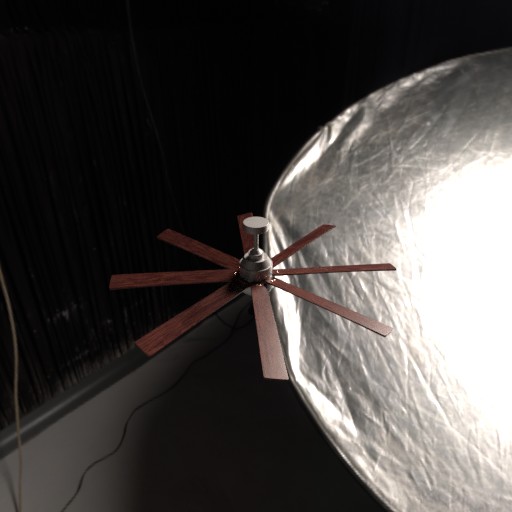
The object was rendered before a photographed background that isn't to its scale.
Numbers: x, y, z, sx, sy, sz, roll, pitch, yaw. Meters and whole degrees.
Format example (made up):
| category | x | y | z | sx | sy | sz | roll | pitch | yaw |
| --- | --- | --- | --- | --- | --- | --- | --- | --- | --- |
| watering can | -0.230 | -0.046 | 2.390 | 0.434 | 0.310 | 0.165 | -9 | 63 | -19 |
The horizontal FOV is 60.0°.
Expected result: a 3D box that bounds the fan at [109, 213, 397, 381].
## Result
| category | x | y | z | sx | sy | sz | roll | pitch | yaw |
| --- | --- | --- | --- | --- | --- | --- | --- | --- | --- |
| fan | 0.000 | 0.000 | 2.782 | 1.830 | 0.472 | 1.830 | 22 | 37 | 33 |
